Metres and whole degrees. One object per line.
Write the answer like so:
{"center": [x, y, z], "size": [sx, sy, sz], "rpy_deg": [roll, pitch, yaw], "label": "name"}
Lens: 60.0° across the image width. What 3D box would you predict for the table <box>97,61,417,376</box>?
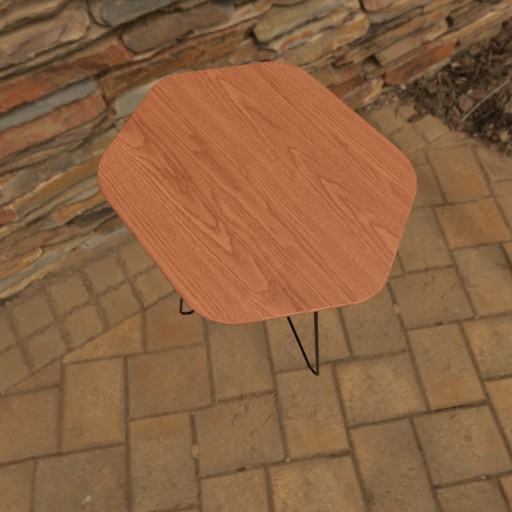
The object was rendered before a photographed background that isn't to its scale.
{"center": [0.000, 0.000, 0.911], "size": [0.400, 0.562, 0.500], "rpy_deg": [-35, 69, -16], "label": "table"}
